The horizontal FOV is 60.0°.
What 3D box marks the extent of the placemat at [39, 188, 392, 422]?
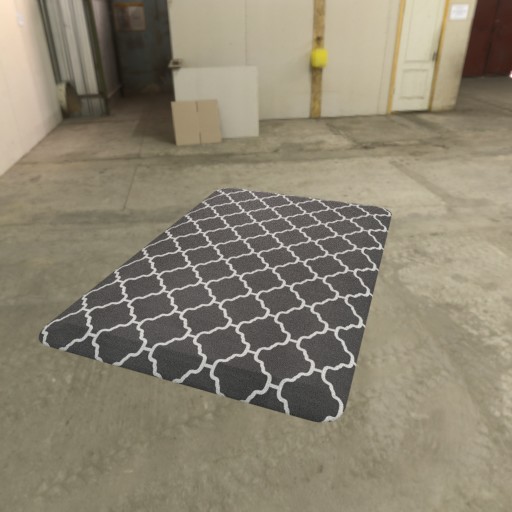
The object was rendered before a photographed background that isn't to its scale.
[{"bbox_3d":[0.000,0.000,0.951,0.508,0.021,0.762,10,30,17],"label":"placemat"}]
